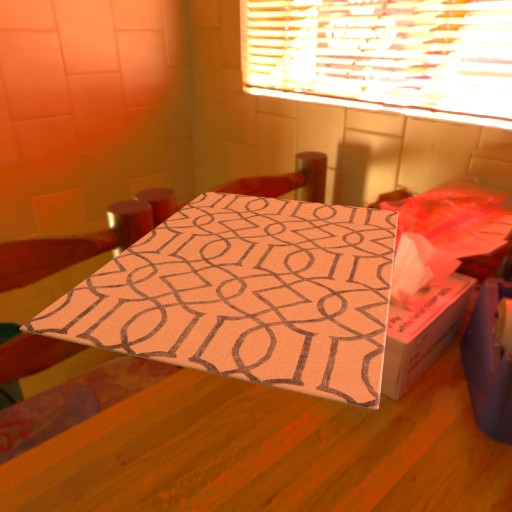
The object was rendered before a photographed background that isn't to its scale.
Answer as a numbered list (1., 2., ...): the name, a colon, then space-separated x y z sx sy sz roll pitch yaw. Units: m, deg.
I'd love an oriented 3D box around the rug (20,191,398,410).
1. rug: 0.000 0.000 3.733 2.211 0.021 2.910 8 28 16
